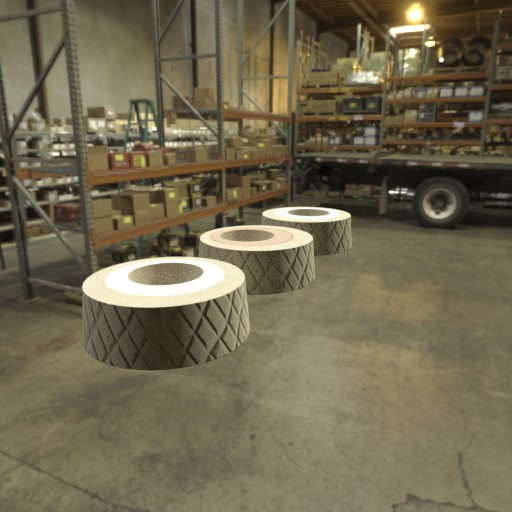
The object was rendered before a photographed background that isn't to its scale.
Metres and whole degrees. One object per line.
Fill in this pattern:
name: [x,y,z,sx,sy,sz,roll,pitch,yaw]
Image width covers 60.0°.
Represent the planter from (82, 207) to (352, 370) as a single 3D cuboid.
planter: [0.000,0.000,0.425,0.114,0.038,0.390,7,17,25]
